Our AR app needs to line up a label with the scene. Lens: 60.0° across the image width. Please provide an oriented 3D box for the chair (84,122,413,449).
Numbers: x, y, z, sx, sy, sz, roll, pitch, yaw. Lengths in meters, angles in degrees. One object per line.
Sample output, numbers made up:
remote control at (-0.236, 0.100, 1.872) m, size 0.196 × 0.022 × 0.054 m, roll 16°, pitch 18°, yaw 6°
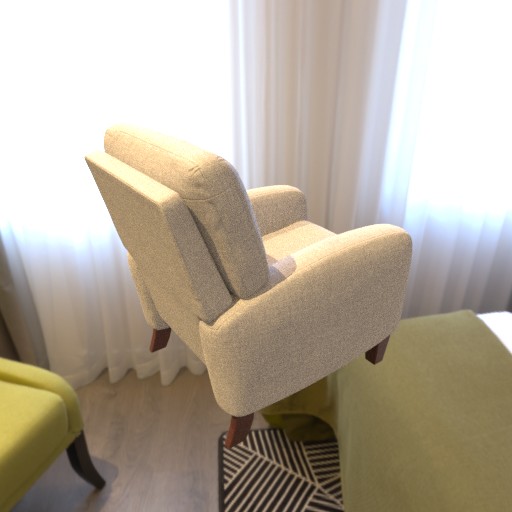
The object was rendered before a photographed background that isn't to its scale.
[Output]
chair at (0.000, 0.000, 1.689) m, size 0.990 × 0.990 × 0.762 m, roll -18°, pitch 31°, yaw -32°
